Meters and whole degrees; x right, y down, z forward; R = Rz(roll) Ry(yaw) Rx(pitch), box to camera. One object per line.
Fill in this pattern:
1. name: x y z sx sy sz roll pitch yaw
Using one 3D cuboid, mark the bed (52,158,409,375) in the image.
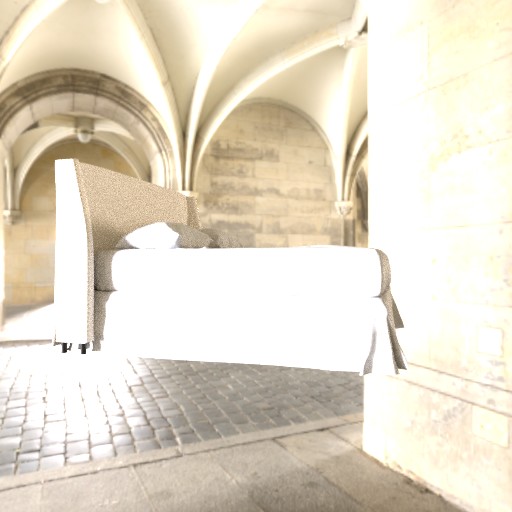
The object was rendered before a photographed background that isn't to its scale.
1. bed: 0.000 0.000 3.541 2.276 1.332 1.925 0 -1 18
